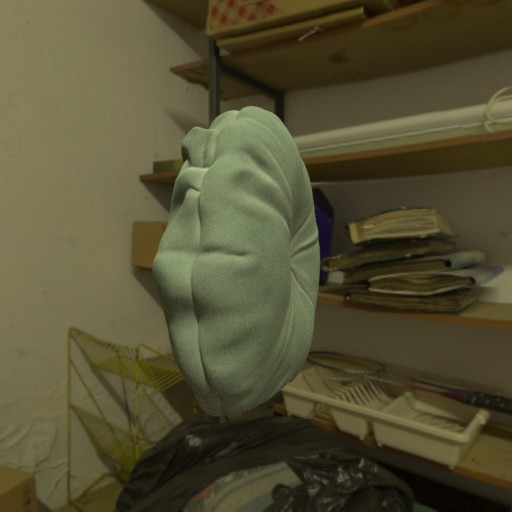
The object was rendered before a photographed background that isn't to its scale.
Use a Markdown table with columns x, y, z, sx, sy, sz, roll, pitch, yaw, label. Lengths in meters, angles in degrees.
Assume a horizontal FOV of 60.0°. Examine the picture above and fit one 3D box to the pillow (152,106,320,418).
| x | y | z | sx | sy | sz | roll | pitch | yaw | label |
| --- | --- | --- | --- | --- | --- | --- | --- | --- | --- |
| 0.000 | 0.000 | 0.644 | 0.148 | 0.407 | 0.428 | 0 | 0 | 18 | pillow |
